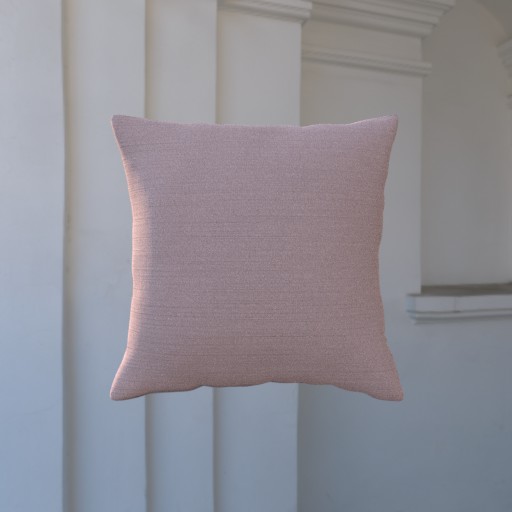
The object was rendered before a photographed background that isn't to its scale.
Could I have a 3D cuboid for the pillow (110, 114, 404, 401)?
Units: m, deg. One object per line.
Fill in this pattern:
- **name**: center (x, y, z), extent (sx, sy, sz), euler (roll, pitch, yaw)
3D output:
- **pillow**: center (0.000, 0.000, 0.716), extent (0.470, 0.464, 0.175), euler (0, 0, -1)
